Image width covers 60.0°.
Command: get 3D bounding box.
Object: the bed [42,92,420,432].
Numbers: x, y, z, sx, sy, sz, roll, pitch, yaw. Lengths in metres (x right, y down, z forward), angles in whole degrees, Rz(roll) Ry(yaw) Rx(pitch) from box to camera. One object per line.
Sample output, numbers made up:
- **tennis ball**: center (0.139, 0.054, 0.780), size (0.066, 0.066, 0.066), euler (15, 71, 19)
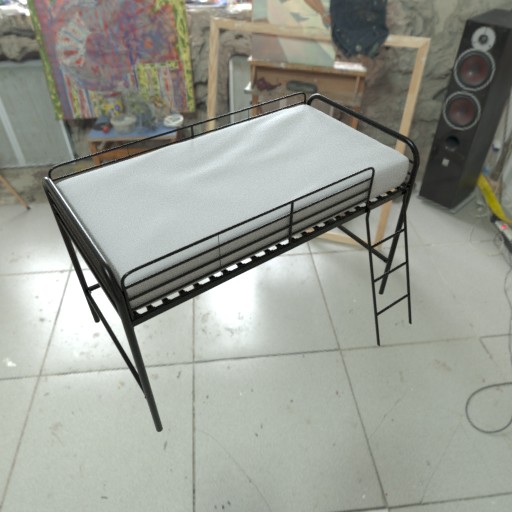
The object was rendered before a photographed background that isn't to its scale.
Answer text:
- **bed**: center (0.000, 0.000, 2.864), size (1.968, 1.289, 1.393), euler (-26, 48, -25)
